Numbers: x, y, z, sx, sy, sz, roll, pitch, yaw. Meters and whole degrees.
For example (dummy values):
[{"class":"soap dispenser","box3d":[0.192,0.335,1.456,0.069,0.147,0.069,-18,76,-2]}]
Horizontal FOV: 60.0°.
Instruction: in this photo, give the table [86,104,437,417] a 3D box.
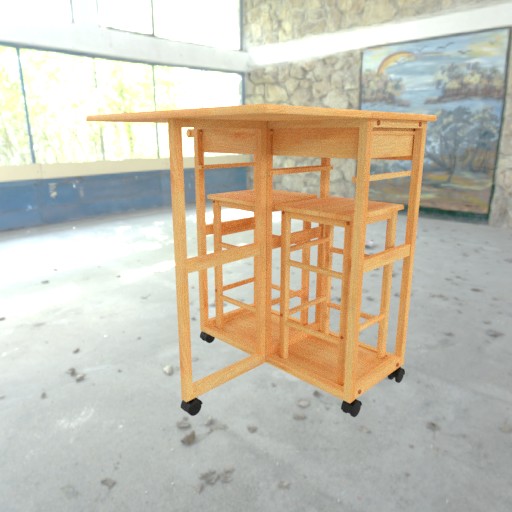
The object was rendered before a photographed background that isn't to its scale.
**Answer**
[{"class":"table","box3d":[0.000,0.000,1.375,0.693,0.832,0.752,-15,21,-43]}]
